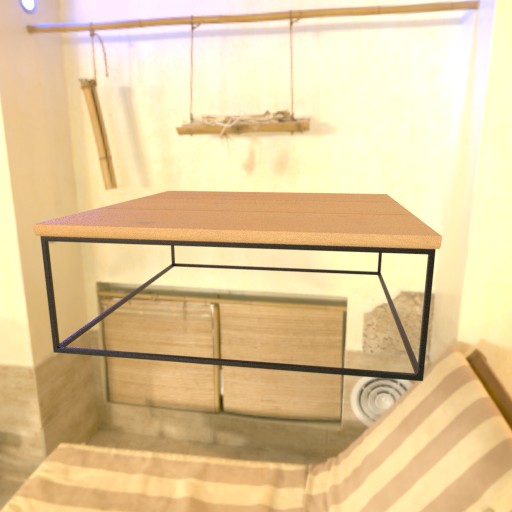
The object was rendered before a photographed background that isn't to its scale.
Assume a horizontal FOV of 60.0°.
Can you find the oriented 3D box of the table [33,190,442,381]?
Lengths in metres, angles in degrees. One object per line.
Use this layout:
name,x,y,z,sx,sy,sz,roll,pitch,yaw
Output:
table,0.000,0.000,1.742,1.100,0.400,1.100,2,14,9
